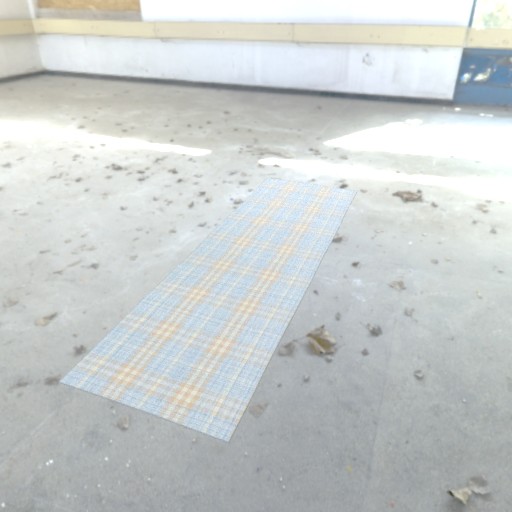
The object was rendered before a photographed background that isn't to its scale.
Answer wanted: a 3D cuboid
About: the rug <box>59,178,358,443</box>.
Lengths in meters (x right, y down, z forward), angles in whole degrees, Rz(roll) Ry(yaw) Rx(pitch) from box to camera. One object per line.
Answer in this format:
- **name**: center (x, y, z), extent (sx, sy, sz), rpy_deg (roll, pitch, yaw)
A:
- **rug**: center (0.000, 0.000, 2.653), extent (0.762, 0.013, 2.439), rpy_deg (12, 33, 18)
